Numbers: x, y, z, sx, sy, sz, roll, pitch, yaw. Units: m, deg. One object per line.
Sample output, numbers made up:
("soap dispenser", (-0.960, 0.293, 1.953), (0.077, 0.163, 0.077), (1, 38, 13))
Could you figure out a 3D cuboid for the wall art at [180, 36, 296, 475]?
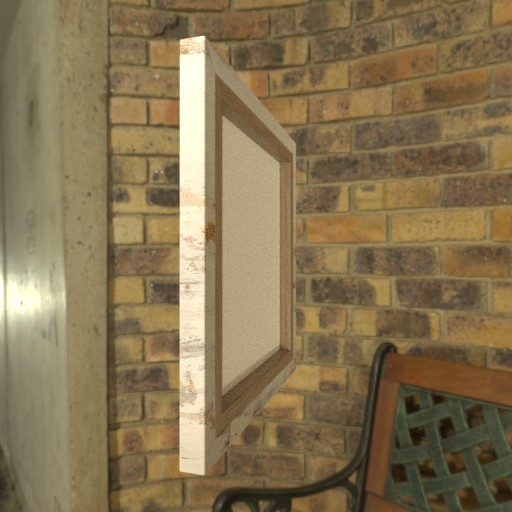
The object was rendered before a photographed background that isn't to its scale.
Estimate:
("wall art", (0.000, 0.000, 0.914), (0.040, 0.613, 0.611), (0, 0, 17))
